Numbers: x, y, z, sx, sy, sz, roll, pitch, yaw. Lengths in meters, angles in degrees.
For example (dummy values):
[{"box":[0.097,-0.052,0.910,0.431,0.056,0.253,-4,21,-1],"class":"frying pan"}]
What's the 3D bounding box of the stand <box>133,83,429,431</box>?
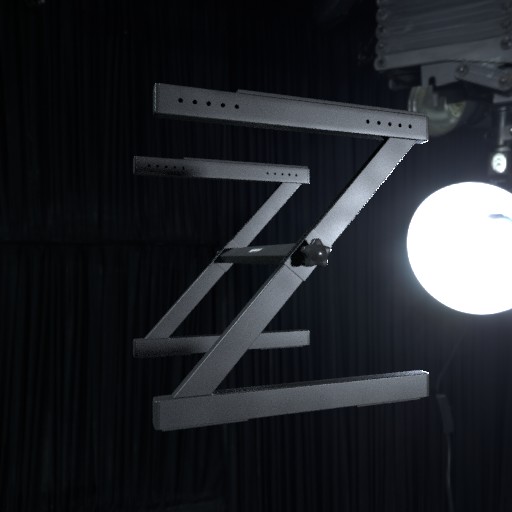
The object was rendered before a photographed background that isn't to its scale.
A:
[{"box":[0.000,0.000,1.160,0.586,0.617,0.700,0,0,-19],"class":"stand"}]
